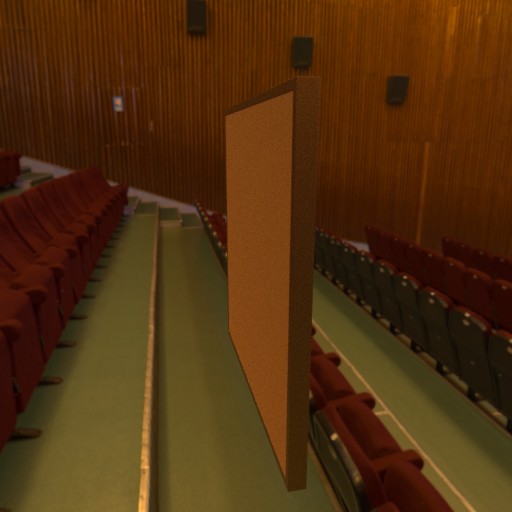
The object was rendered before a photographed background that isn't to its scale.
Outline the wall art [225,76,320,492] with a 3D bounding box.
[{"bbox_3d":[0.000,0.000,1.138,0.038,0.762,0.762,-3,15,-12],"label":"wall art"}]
